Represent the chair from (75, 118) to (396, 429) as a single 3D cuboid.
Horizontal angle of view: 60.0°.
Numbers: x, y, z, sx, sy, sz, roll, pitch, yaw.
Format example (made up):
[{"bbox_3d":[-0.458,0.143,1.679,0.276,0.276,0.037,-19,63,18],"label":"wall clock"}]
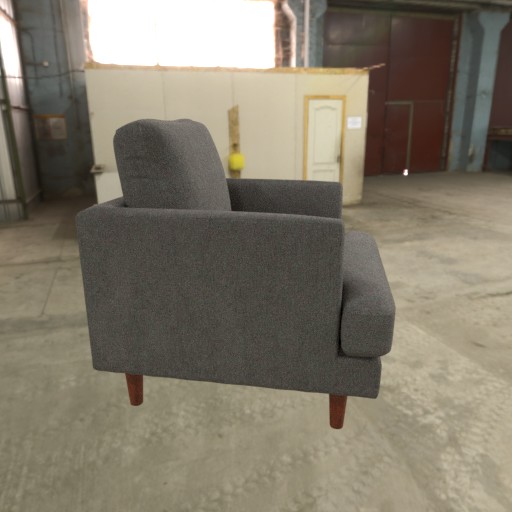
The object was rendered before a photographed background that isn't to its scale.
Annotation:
[{"bbox_3d":[0.000,0.000,1.611,0.899,0.957,0.858,3,17,10],"label":"chair"}]
